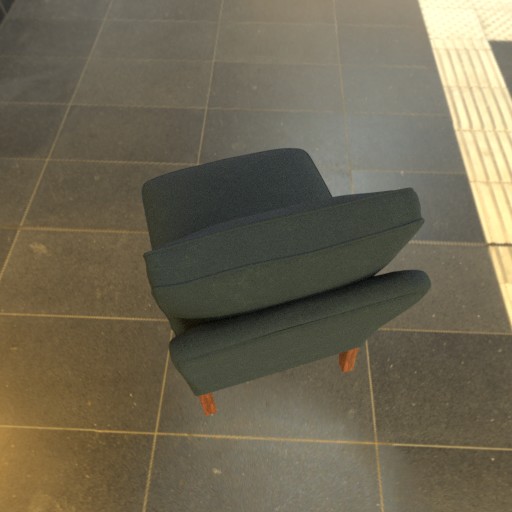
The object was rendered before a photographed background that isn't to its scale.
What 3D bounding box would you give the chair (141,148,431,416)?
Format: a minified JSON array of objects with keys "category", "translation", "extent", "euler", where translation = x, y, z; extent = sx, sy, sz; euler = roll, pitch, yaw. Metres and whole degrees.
[{"category":"chair","translation":[0.000,0.000,1.632],"extent":[0.724,1.052,0.912],"euler":[-15,59,-9]}]
